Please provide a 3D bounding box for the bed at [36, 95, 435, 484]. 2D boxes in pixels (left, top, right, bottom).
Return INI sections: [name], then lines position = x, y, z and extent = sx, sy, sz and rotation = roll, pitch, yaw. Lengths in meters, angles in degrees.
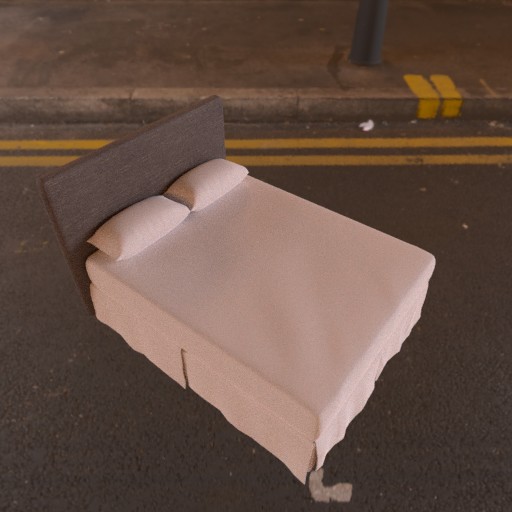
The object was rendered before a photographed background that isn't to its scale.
[bed]
position = 0.000, 0.000, 3.143
extent = 2.142, 1.330, 1.723
rotation = 28, 49, 27
